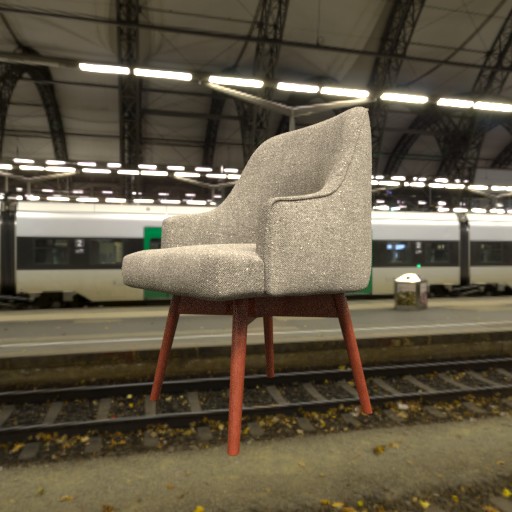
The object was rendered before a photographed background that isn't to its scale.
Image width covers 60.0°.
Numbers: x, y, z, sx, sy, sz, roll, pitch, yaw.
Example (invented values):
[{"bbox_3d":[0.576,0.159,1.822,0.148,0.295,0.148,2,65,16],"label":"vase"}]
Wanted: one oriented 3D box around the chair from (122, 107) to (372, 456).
[{"bbox_3d":[0.000,0.000,1.290,0.629,0.875,0.608,0,0,-35],"label":"chair"}]
